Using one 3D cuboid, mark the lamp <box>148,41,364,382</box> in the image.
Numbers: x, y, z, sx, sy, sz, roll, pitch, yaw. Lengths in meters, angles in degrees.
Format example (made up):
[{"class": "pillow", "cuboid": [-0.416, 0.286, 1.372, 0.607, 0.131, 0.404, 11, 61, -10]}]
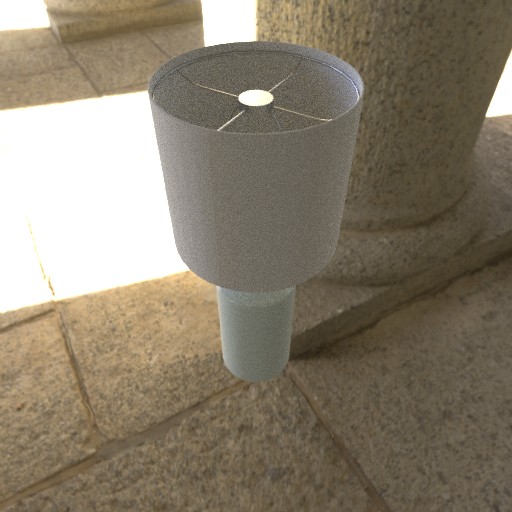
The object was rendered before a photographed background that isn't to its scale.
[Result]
[{"class": "lamp", "cuboid": [0.000, 0.000, 0.612, 0.212, 0.493, 0.212, 23, 50, 22]}]
